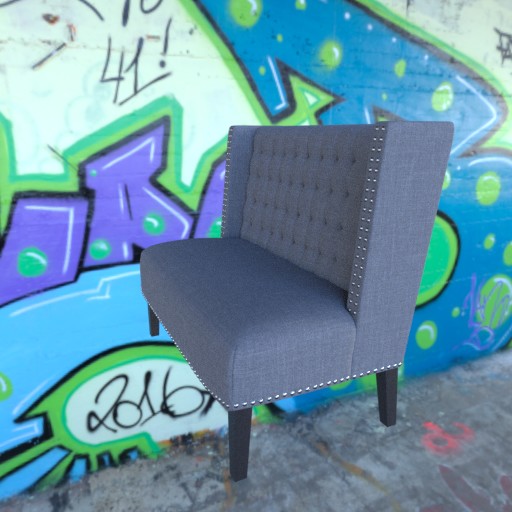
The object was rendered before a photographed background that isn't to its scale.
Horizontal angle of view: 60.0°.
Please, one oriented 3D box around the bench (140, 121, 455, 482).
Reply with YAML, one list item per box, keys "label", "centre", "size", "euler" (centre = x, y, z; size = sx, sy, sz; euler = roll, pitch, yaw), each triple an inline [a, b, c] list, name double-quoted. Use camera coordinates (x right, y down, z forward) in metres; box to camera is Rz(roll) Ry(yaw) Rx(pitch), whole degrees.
- label: "bench"
  centre: [0.000, 0.000, 1.957]
  size: [0.842, 1.121, 1.276]
  euler: [-7, 17, -25]
